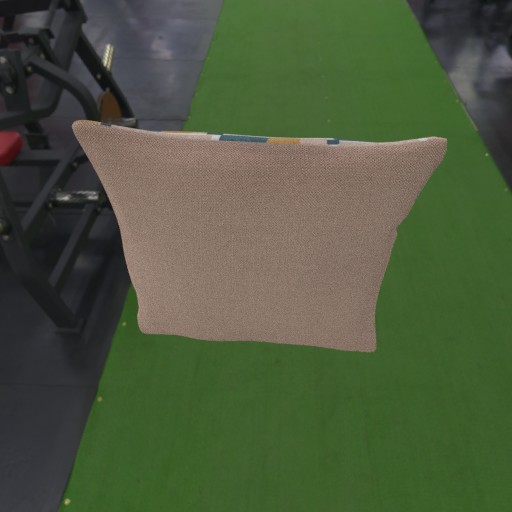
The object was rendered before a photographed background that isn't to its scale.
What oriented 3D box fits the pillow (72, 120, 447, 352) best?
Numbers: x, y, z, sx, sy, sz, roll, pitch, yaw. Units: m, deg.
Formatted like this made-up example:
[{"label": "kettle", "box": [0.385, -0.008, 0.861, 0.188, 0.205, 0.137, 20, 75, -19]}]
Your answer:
[{"label": "pillow", "box": [0.000, 0.000, 0.735, 0.478, 0.479, 0.158, 4, 46, 4]}]
